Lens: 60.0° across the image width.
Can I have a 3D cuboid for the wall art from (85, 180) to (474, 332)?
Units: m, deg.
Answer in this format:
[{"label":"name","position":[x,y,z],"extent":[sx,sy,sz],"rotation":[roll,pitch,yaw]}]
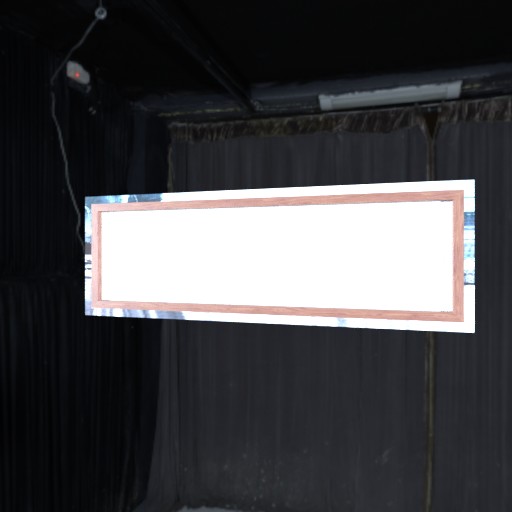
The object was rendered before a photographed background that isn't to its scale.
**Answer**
[{"label":"wall art","position":[0.000,0.000,1.707],"extent":[1.524,0.509,0.037],"rotation":[0,0,17]}]
